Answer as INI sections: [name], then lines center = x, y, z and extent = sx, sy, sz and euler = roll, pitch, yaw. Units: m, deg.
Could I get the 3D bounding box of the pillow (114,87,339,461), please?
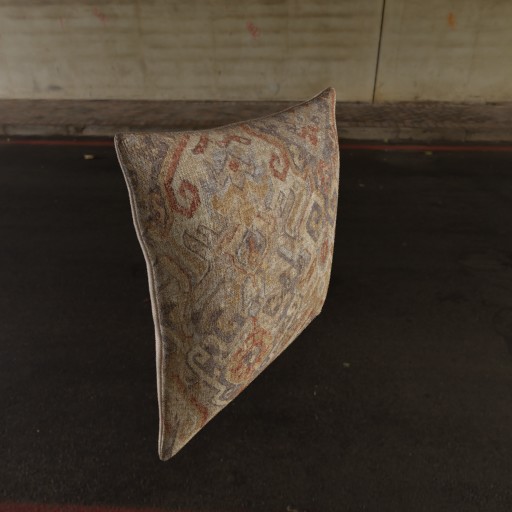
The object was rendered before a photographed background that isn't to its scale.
[pillow]
center = 0.000, 0.000, 0.771
extent = 0.166, 0.506, 0.523
euler = 18, 32, 31
